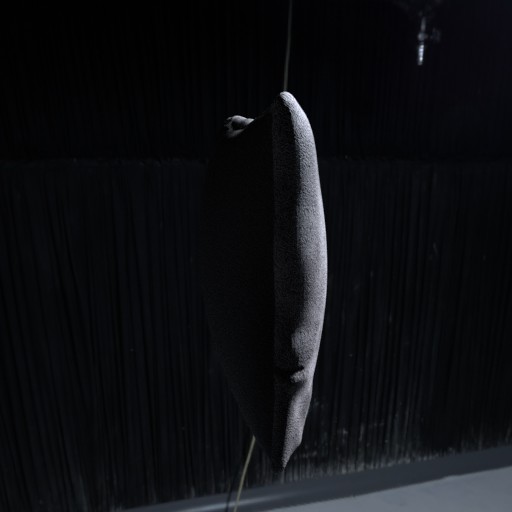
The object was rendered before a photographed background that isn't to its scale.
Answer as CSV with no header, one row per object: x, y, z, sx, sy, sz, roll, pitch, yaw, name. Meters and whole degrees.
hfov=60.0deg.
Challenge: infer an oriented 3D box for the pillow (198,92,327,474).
0.000,0.000,0.805,0.204,0.520,0.522,-3,16,-11,pillow
